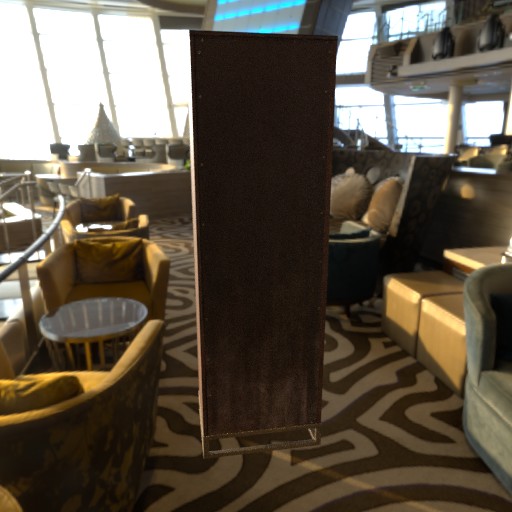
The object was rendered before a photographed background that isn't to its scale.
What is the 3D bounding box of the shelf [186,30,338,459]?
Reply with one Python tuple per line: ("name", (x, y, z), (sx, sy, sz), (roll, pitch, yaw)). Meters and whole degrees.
("shelf", (0.000, 0.000, 1.972), (0.539, 1.732, 0.395), (-3, 15, -10))
